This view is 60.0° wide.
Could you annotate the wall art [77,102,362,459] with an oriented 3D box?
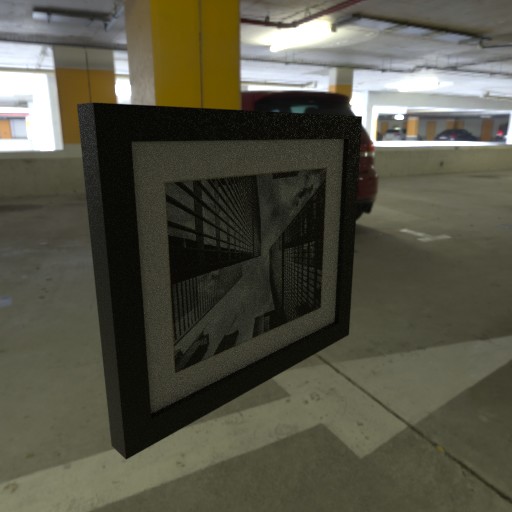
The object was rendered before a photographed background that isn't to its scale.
[{"bbox_3d":[0.000,0.000,0.518,0.028,0.321,0.381,15,21,42],"label":"wall art"}]
